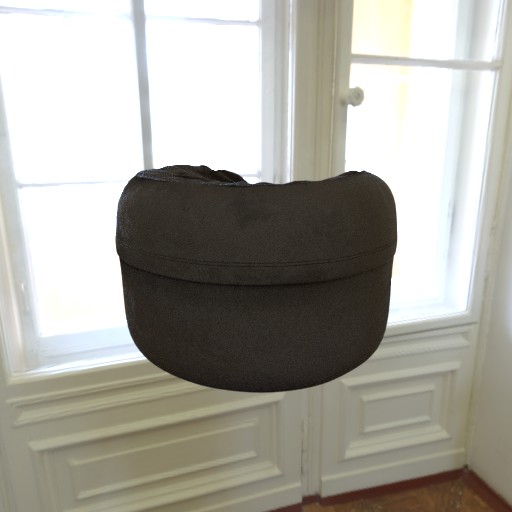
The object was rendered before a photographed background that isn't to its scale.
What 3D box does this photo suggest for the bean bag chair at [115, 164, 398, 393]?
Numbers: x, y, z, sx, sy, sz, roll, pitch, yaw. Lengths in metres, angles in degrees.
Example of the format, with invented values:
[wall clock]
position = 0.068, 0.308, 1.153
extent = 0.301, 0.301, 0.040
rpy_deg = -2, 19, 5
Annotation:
[bean bag chair]
position = 0.000, 0.000, 1.527
extent = 0.918, 0.605, 0.918
rpy_deg = 0, 16, 0
